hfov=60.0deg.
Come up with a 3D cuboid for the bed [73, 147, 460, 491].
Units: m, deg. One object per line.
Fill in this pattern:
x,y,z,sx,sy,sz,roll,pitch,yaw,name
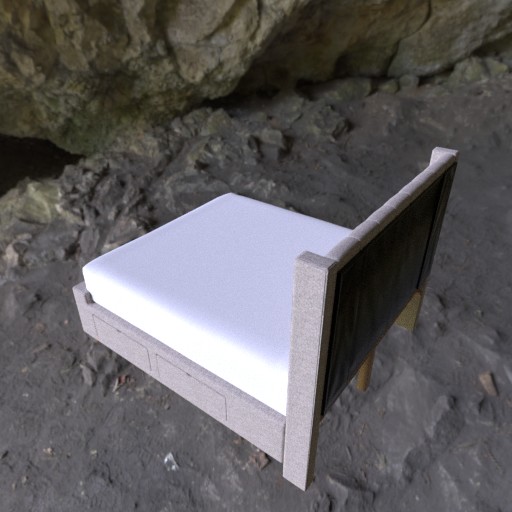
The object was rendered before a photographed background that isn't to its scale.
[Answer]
0.000,0.000,3.705,2.372,1.748,2.044,22,38,31,bed
